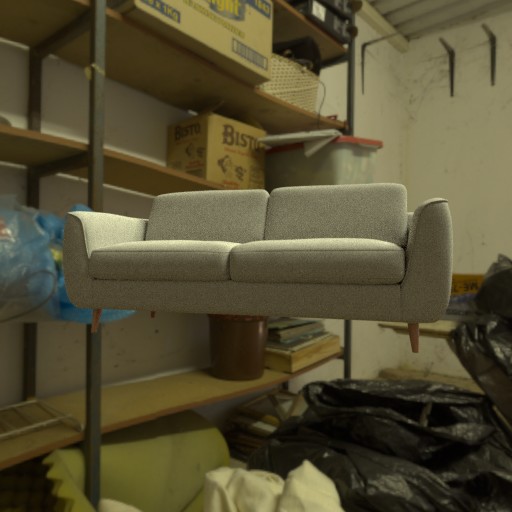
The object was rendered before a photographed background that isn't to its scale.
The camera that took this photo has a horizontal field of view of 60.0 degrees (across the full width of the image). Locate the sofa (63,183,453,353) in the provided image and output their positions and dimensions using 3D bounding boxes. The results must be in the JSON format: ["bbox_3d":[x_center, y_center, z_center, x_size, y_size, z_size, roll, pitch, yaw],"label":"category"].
[{"bbox_3d":[0.000,0.000,2.509,2.000,0.850,0.920,0,0,18],"label":"sofa"}]
